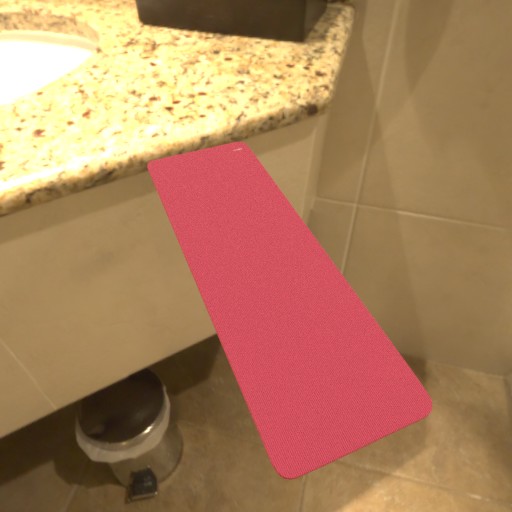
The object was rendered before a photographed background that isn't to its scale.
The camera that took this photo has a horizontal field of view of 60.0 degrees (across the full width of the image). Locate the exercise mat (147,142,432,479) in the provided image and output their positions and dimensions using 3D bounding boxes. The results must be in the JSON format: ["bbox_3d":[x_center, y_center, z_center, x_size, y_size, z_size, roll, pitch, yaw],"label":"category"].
[{"bbox_3d":[0.000,0.000,2.068,0.616,0.021,1.884,-17,49,-15],"label":"exercise mat"}]
